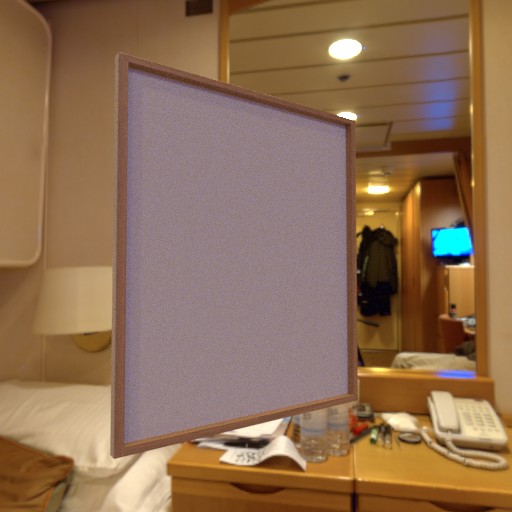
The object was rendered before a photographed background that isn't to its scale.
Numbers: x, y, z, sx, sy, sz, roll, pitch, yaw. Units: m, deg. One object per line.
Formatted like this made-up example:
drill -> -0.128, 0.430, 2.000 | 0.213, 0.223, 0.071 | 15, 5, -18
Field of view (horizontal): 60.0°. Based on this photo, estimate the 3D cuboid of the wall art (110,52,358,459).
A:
wall art -> 0.000, 0.000, 0.956 | 0.609, 0.710, 0.021 | 2, -3, -35
